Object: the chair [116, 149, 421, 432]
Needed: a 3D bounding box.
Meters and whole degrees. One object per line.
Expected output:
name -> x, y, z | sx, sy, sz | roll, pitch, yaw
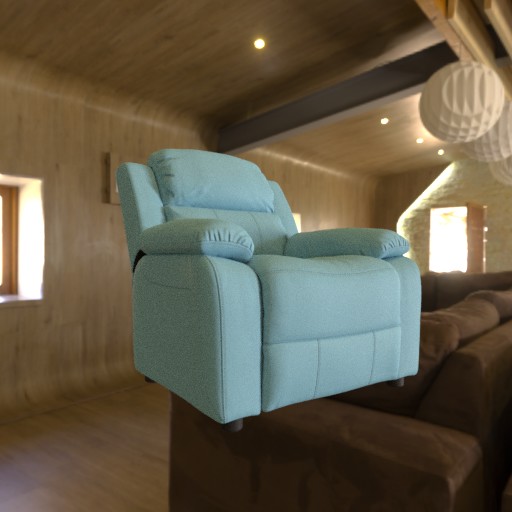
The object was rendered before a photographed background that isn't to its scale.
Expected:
chair -> 0.000, 0.000, 1.273 | 0.680, 0.702, 0.709 | 0, 0, -36
